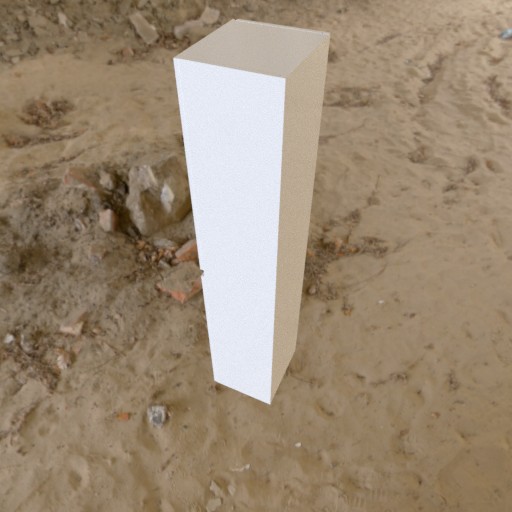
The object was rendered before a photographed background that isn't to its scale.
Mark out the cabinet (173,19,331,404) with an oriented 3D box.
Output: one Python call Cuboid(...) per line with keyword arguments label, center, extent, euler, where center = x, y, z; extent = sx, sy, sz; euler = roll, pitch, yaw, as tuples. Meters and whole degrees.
Cuboid(label="cabinet", center=(0.000, 0.000, 1.535), extent=(0.270, 1.400, 0.300), euler=(18, 47, 17))
